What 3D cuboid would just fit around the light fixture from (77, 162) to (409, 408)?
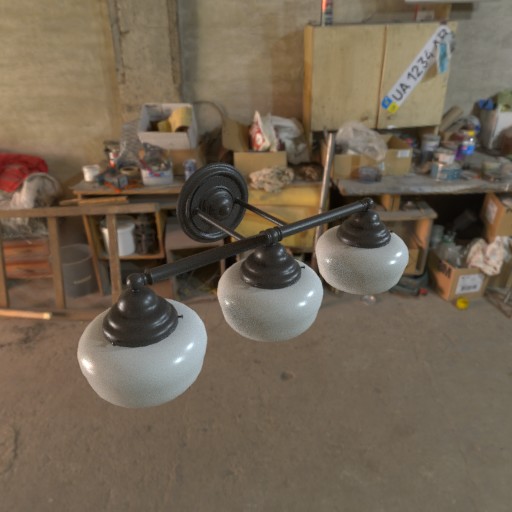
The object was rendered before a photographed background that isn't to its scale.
[{"bbox_3d":[0.000,0.000,0.698,0.587,0.242,0.239,-20,34,-32],"label":"light fixture"}]
